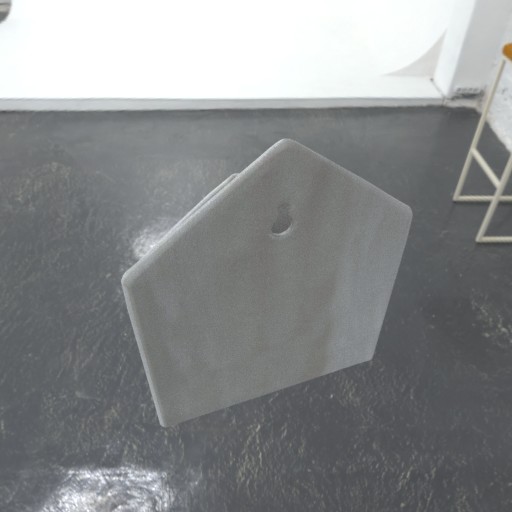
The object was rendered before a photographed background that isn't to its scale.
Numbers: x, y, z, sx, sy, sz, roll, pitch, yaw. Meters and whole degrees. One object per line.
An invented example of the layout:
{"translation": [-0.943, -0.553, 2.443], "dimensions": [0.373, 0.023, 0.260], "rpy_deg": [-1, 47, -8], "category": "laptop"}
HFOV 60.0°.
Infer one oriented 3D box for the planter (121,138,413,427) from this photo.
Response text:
{"translation": [0.000, 0.000, 0.280], "dimensions": [0.163, 0.194, 0.080], "rpy_deg": [-14, 43, -15], "category": "planter"}
